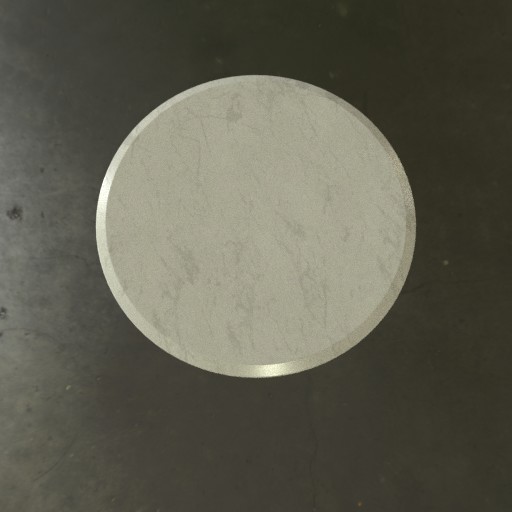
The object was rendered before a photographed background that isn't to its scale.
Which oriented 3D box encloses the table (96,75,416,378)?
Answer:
[{"bbox_3d":[0.000,0.000,0.776,0.407,0.447,0.407,0,75,0],"label":"table"}]
